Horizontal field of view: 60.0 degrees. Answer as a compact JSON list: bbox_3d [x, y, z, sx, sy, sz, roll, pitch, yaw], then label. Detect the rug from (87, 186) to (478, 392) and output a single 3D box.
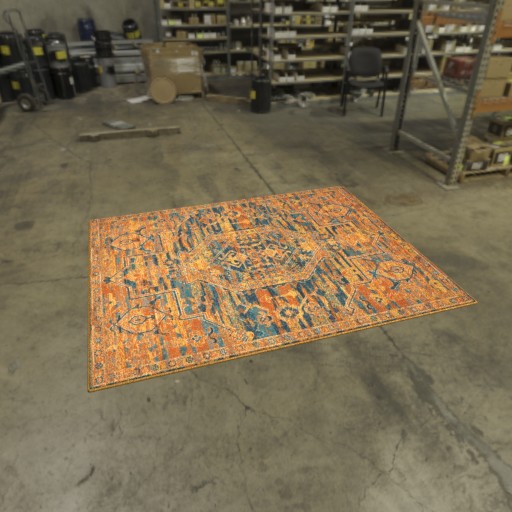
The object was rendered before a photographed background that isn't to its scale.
[{"bbox_3d":[0.000,0.000,4.209,3.040,0.031,2.435,-10,34,-15],"label":"rug"}]
